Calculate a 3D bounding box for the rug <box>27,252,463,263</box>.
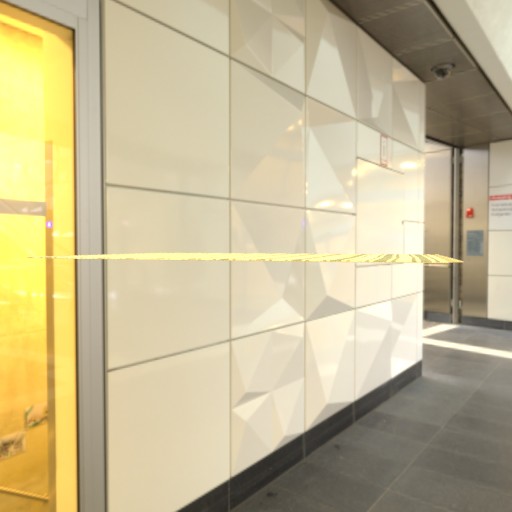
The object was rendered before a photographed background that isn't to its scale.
[{"bbox_3d":[0.000,0.000,3.011,2.410,0.011,1.539,0,1,19],"label":"rug"}]
